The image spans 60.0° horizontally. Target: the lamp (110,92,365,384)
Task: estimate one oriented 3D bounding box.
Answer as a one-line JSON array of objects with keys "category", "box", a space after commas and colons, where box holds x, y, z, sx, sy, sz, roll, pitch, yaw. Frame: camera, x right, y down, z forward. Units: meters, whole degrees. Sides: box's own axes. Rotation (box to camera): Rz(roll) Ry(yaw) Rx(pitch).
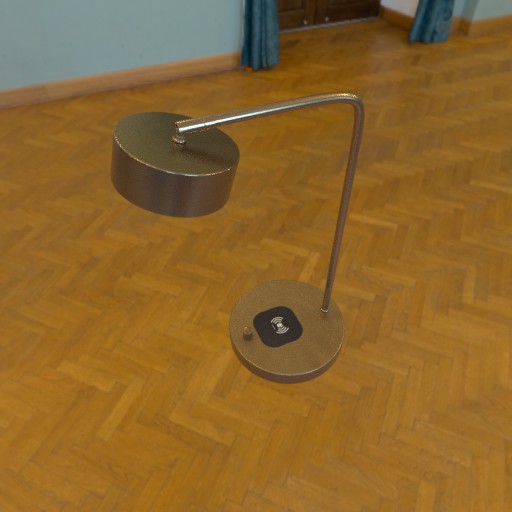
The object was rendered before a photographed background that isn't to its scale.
[{"category": "lamp", "box": [0.000, 0.000, 0.525, 0.270, 0.380, 0.171, -17, 49, -16]}]
